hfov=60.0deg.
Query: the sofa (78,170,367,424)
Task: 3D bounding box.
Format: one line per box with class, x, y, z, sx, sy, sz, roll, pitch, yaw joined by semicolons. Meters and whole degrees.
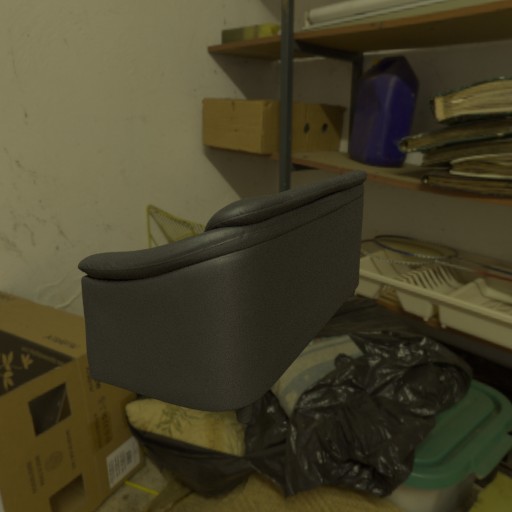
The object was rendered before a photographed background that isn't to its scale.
sofa;0.000;0.000;2.278;0.800;0.811;1.829;7;17;26
